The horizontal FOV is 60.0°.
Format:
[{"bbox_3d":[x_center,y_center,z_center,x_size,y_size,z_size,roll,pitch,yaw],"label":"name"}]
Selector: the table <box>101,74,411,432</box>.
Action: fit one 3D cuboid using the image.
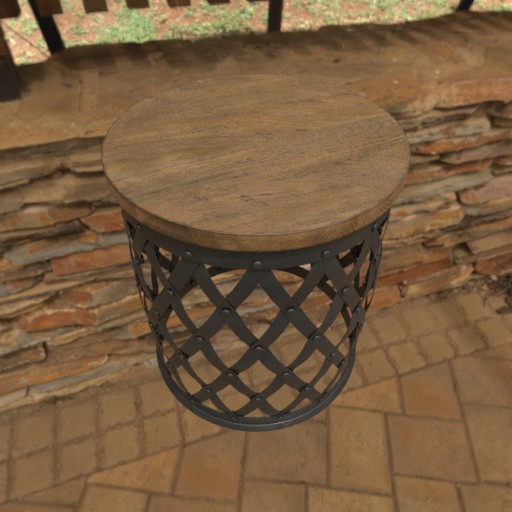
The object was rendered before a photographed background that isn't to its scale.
[{"bbox_3d":[0.000,0.000,0.753,0.405,0.454,0.405,0,44,0],"label":"table"}]
